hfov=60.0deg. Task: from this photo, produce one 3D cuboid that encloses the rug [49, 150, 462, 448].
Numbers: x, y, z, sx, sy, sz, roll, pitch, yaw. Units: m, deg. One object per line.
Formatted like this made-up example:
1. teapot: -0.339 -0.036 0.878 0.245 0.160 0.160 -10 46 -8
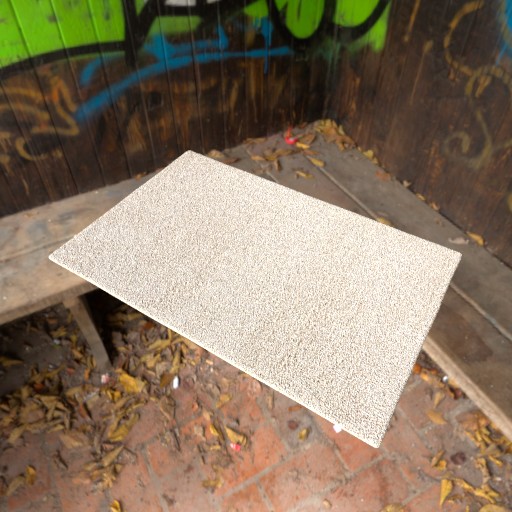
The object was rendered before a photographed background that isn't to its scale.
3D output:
1. rug: 0.000 0.000 3.488 2.743 0.030 1.778 25 51 22
